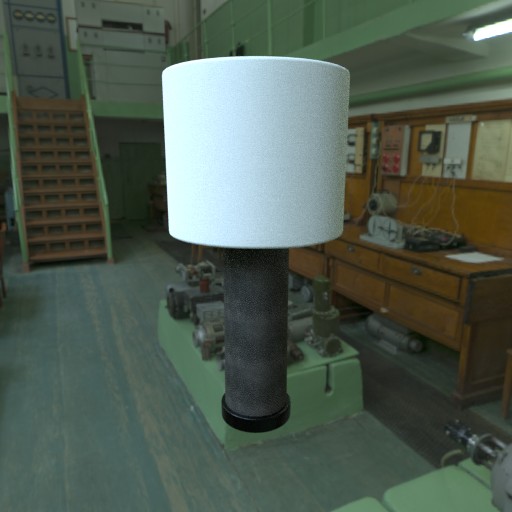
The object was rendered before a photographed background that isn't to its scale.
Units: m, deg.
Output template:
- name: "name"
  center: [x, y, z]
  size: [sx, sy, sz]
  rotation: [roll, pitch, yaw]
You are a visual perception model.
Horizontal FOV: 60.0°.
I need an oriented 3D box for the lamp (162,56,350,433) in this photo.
- name: "lamp"
  center: [0.000, 0.000, 0.804]
  size: [0.305, 0.634, 0.305]
  rotation: [-6, 15, -26]
